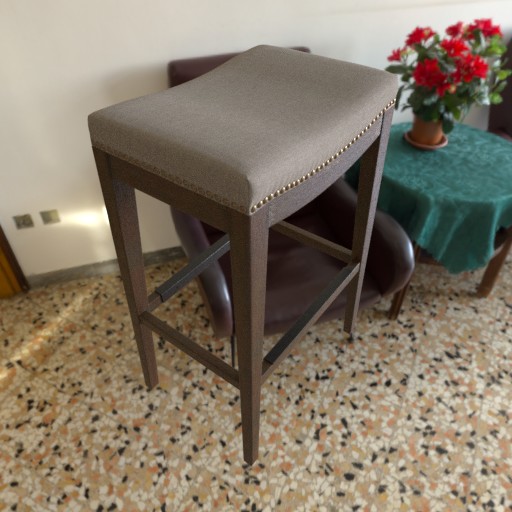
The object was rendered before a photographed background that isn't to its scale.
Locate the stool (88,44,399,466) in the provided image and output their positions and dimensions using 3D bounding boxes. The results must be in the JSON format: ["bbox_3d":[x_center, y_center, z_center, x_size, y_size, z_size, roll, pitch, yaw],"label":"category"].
[{"bbox_3d":[0.000,0.000,1.006,0.356,0.762,0.508,26,48,27],"label":"stool"}]
